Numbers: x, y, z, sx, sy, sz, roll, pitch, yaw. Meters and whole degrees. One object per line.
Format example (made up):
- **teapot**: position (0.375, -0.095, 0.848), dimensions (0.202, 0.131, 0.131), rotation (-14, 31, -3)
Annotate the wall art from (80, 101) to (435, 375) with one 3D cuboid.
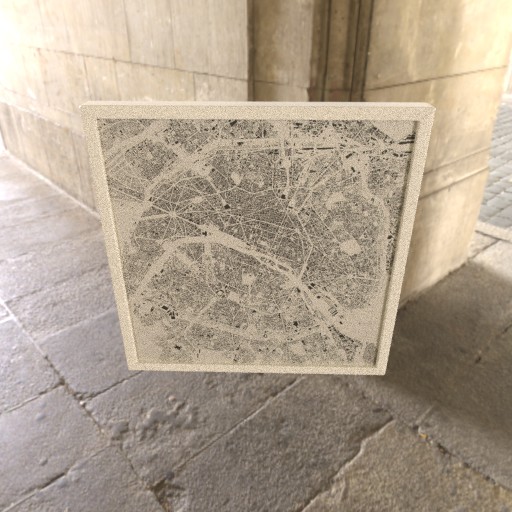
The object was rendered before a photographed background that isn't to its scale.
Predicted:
- **wall art**: position (0.000, 0.000, 0.770), dimensions (0.508, 0.508, 0.038), rotation (1, 29, 1)
